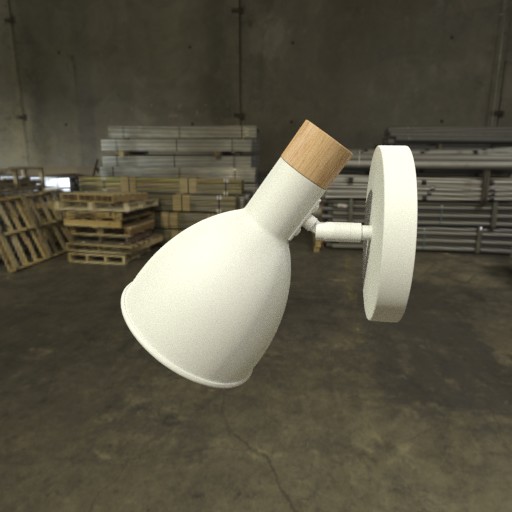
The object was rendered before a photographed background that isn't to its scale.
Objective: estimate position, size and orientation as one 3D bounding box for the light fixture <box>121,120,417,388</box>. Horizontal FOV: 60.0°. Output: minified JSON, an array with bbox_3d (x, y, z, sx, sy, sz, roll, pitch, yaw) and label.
[{"bbox_3d":[0.000,0.000,0.340,0.209,0.199,0.127,2,14,9],"label":"light fixture"}]
